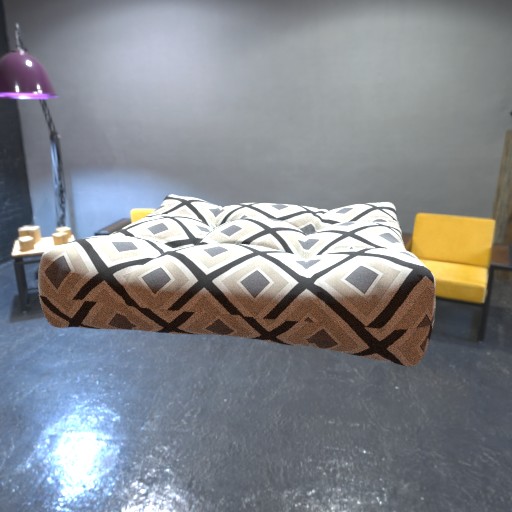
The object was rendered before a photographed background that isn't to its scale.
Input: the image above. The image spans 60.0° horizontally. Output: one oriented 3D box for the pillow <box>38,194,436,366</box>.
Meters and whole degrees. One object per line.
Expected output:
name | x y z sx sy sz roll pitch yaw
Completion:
pillow | 0.000 0.000 0.725 0.490 0.128 0.468 3 17 10
